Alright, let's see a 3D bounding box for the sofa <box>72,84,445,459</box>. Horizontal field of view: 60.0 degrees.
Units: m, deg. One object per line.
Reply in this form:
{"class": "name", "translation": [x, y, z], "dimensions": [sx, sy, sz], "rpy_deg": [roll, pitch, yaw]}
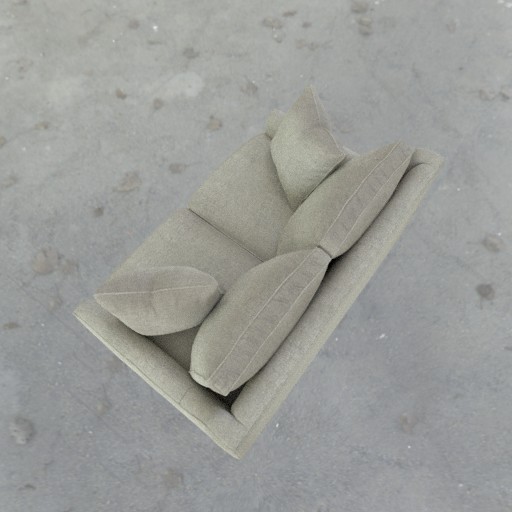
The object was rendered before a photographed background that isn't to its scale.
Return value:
{"class": "sofa", "translation": [0.000, 0.000, 2.005], "dimensions": [0.915, 0.863, 1.422], "rpy_deg": [34, 69, 16]}
